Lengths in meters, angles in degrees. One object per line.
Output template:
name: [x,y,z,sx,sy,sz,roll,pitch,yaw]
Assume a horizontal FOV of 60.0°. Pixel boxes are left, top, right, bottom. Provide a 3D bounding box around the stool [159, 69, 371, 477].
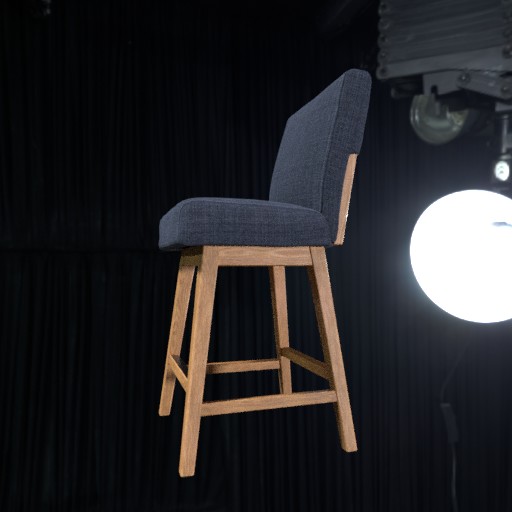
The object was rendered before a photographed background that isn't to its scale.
stool: [0.000,0.000,1.305,0.526,1.010,0.459,0,-1,-18]
